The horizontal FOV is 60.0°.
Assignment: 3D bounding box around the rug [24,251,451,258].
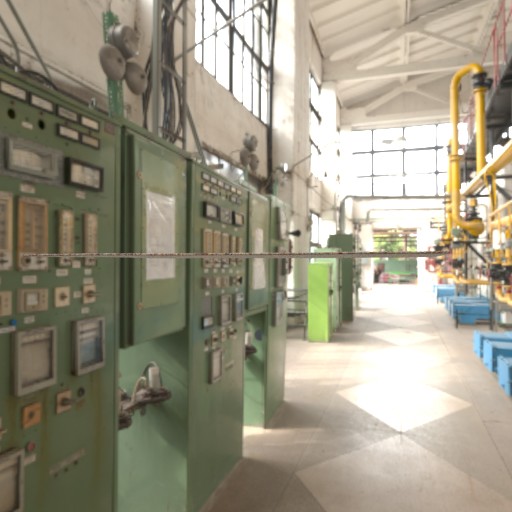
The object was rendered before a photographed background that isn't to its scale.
[{"bbox_3d":[0.000,0.000,4.237,3.226,0.024,2.436,0,-1,19],"label":"rug"}]
